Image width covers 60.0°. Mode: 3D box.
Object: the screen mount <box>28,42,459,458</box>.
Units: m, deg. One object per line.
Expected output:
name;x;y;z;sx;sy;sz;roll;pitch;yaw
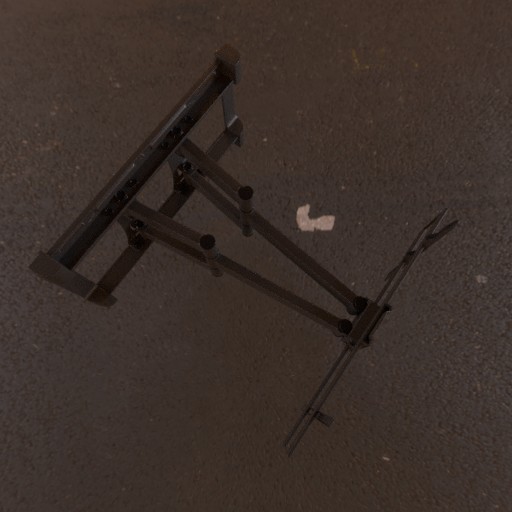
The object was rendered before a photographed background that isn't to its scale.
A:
screen mount;0.000;0.000;1.089;0.644;0.491;0.661;34;77;9
